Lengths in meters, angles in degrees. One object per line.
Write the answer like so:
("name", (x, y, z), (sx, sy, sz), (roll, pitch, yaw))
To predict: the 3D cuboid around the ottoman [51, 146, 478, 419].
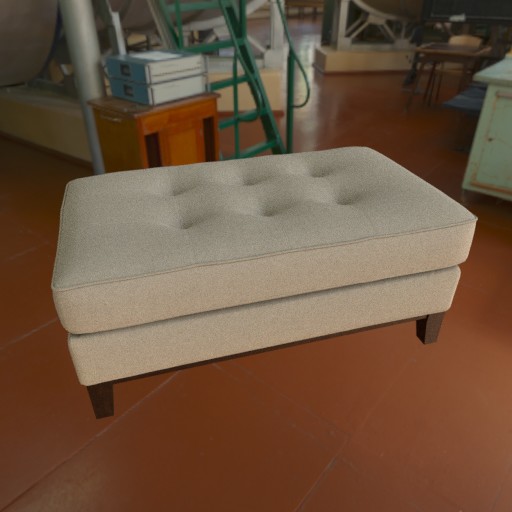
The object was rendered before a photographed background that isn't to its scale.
("ottoman", (0.000, 0.000, 1.458), (1.143, 0.508, 0.648), (-9, 34, -13))
